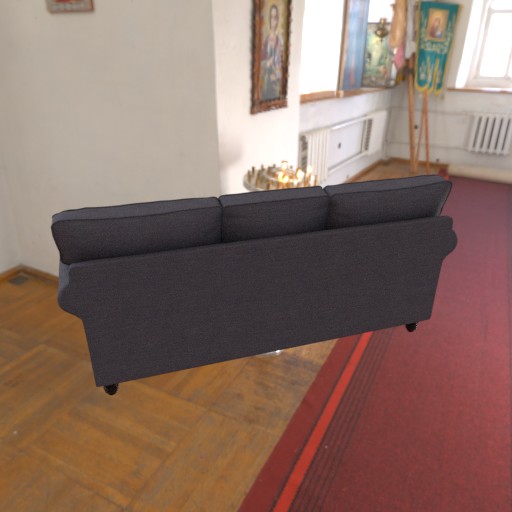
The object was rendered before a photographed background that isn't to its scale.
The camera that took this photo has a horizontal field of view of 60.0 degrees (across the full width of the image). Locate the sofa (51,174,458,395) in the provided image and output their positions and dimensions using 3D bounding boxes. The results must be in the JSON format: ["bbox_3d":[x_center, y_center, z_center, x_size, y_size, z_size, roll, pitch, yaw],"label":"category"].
[{"bbox_3d":[0.000,0.000,2.607,2.084,0.966,0.909,-8,27,-16],"label":"sofa"}]
